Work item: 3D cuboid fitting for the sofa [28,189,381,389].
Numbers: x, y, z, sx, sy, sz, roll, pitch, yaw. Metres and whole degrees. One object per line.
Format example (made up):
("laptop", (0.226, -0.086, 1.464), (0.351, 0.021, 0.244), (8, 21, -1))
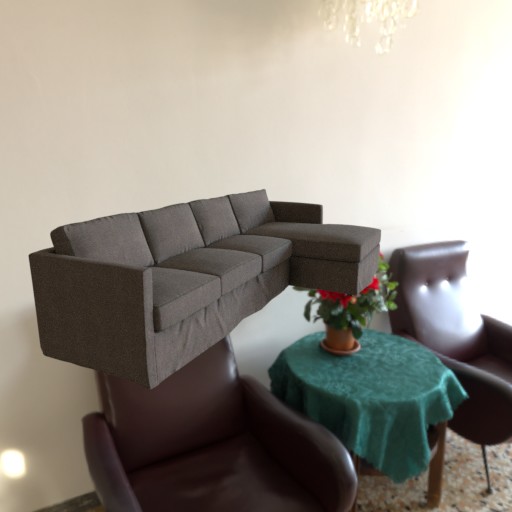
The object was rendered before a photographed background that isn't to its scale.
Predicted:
("sofa", (0.000, 0.000, 3.887), (1.650, 0.922, 3.205), (7, 15, 25))
